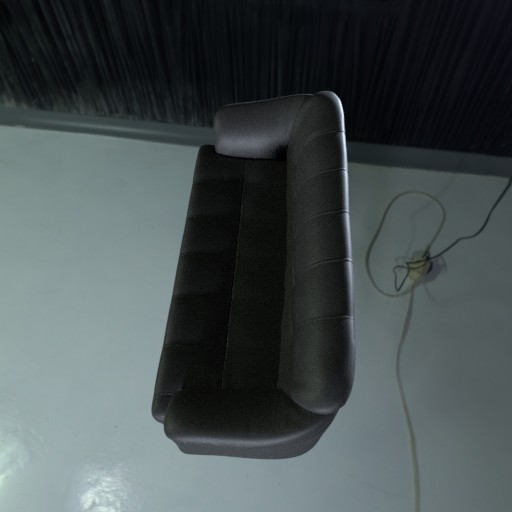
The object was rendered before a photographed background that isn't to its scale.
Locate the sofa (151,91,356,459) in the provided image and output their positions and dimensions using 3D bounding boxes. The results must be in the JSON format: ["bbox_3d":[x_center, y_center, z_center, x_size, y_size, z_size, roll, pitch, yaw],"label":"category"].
[{"bbox_3d":[0.000,0.000,2.211,0.800,0.811,1.829,3,59,2],"label":"sofa"}]
